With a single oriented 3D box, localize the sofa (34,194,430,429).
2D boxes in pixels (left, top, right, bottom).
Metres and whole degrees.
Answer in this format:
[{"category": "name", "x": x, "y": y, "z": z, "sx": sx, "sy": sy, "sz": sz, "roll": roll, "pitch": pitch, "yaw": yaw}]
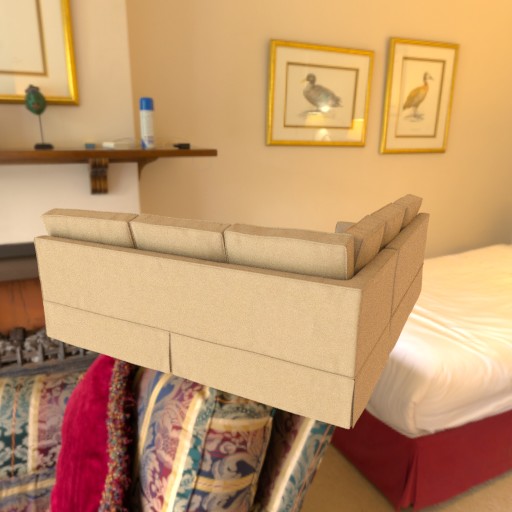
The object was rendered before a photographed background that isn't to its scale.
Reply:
[{"category": "sofa", "x": 0.000, "y": 0.000, "z": 4.214, "sx": 2.733, "sy": 1.124, "sz": 2.730, "roll": 8, "pitch": 17, "yaw": 27}]
